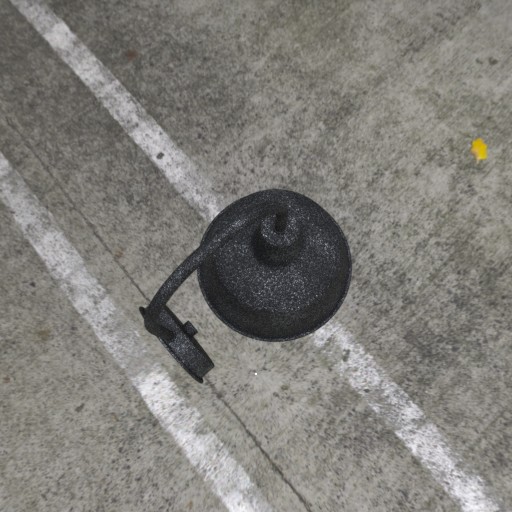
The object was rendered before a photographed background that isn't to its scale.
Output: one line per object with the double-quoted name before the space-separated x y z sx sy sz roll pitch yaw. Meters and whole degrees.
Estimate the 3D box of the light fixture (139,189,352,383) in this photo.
"light fixture" 0.000 0.000 0.493 0.283 0.300 0.216 -40 79 -10
